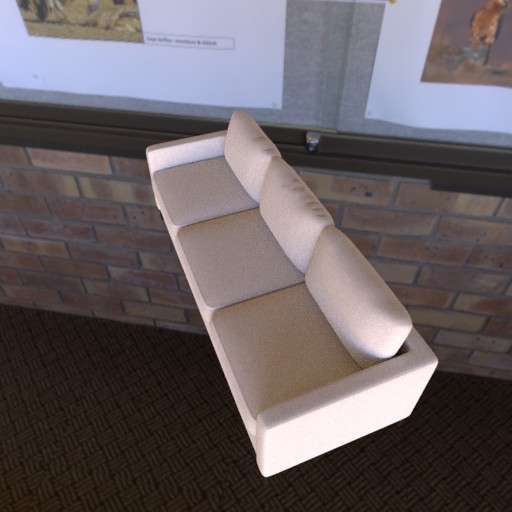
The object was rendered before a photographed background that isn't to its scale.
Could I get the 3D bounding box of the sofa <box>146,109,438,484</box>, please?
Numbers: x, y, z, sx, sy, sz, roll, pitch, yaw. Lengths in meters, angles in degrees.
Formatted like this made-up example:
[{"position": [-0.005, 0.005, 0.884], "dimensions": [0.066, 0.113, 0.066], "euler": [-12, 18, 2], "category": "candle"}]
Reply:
[{"position": [0.000, 0.000, 2.698], "dimensions": [0.859, 0.874, 2.218], "euler": [-16, 47, -15], "category": "sofa"}]
